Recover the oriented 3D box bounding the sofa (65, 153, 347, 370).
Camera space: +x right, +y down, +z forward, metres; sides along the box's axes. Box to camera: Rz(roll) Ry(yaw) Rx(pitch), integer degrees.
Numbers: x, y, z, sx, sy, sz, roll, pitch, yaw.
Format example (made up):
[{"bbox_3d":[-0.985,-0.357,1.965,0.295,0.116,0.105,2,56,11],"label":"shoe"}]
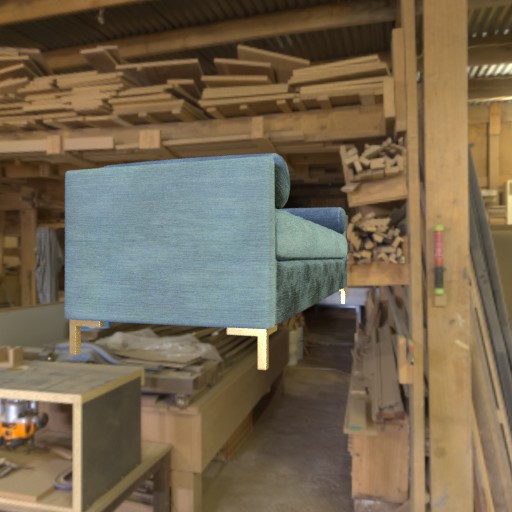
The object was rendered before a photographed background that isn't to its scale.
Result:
[{"bbox_3d":[0.000,0.000,2.445,0.796,0.705,2.102,0,0,18],"label":"sofa"}]
